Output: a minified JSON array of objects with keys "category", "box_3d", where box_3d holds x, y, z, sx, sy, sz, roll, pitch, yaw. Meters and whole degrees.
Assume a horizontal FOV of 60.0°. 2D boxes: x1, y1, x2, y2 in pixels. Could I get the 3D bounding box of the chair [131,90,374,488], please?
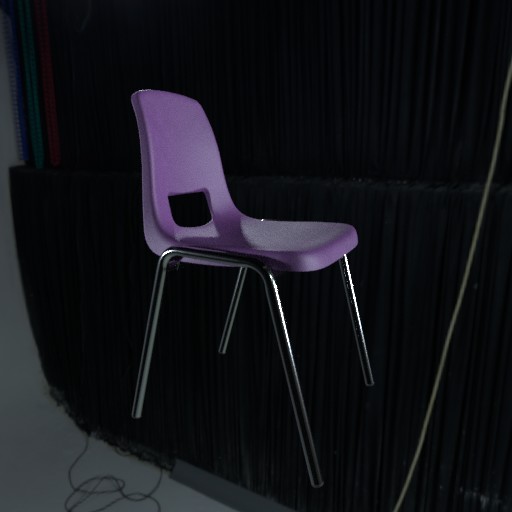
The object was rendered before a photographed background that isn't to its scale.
[{"category":"chair","box_3d":[0.000,0.000,0.900,0.432,0.654,0.381,7,15,27]}]
